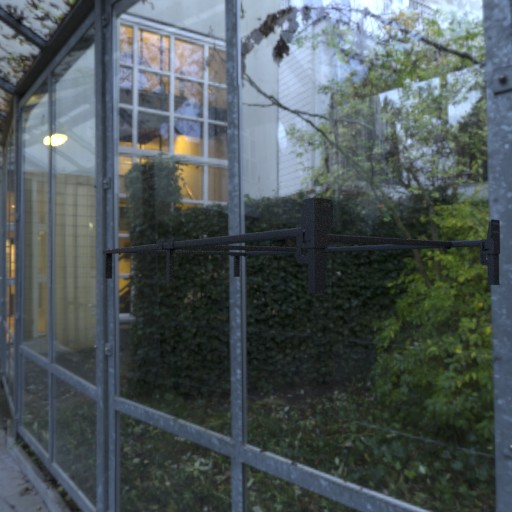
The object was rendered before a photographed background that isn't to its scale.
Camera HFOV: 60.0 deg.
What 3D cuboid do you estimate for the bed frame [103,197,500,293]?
[{"bbox_3d":[0.000,0.000,2.201,0.968,0.248,1.897,1,-2,-35],"label":"bed frame"}]
